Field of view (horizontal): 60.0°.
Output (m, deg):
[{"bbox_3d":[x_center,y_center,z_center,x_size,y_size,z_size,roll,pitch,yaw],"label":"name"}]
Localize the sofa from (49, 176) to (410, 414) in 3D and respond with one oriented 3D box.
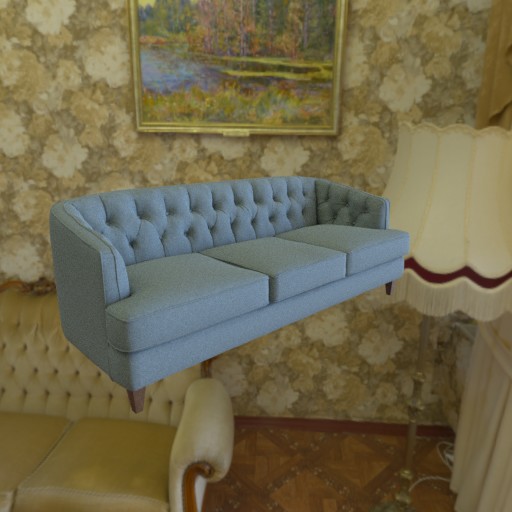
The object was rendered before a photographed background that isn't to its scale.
[{"bbox_3d":[0.000,0.000,2.758,2.278,0.855,0.941,-14,21,-42],"label":"sofa"}]
